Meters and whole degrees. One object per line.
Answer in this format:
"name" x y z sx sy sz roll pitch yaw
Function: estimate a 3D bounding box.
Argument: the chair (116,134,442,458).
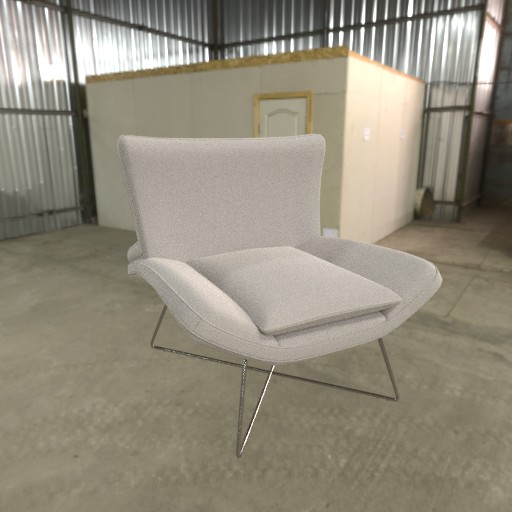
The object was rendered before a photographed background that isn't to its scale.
"chair" 0.000 0.000 1.626 0.859 0.855 1.008 -8 18 -26
